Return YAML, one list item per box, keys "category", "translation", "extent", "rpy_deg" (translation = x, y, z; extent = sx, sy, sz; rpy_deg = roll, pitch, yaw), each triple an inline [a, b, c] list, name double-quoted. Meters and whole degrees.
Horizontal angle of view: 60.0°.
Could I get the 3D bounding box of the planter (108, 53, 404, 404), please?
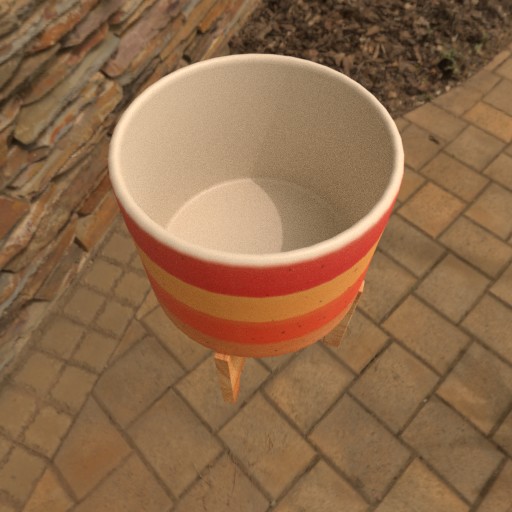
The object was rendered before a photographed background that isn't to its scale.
- category: "planter"
  translation: [0.000, 0.000, 0.545]
  extent: [0.269, 0.379, 0.269]
  rpy_deg: [0, 57, 0]
